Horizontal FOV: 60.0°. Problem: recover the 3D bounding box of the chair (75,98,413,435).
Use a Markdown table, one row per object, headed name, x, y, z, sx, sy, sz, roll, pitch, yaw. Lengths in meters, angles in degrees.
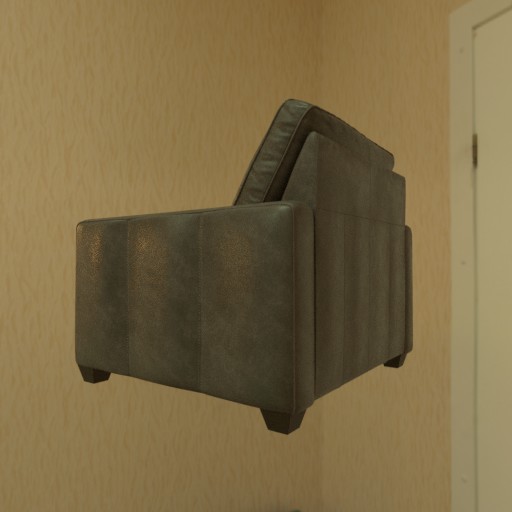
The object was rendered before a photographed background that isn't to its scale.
| name | x | y | z | sx | sy | sz | roll | pitch | yaw |
| --- | --- | --- | --- | --- | --- | --- | --- | --- | --- |
| chair | 0.000 | 0.000 | 1.741 | 0.939 | 0.916 | 1.006 | -1 | -1 | 36 |
